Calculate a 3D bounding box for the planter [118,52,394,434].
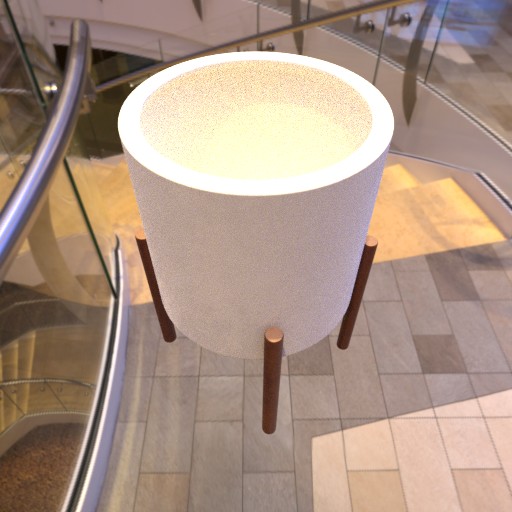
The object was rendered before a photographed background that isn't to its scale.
[{"bbox_3d":[0.000,0.000,0.929,0.417,0.670,0.417,35,56,28],"label":"planter"}]
